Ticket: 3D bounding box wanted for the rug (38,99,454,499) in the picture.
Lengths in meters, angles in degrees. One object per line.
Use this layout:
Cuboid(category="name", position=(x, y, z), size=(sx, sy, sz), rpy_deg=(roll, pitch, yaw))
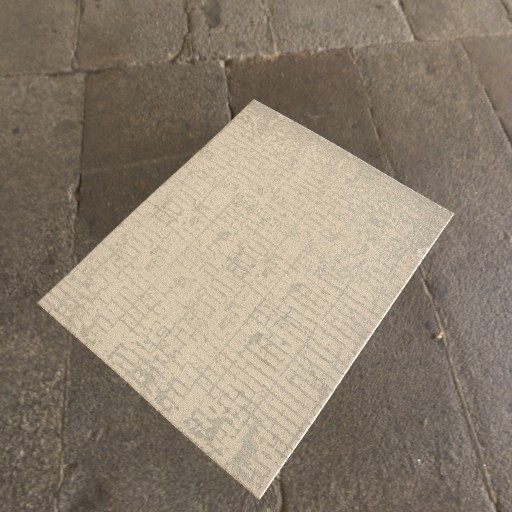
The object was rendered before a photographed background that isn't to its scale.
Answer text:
Cuboid(category="rug", position=(0.000, 0.000, 4.047), size=(2.447, 0.014, 3.061), rpy_deg=(35, 68, 16))
